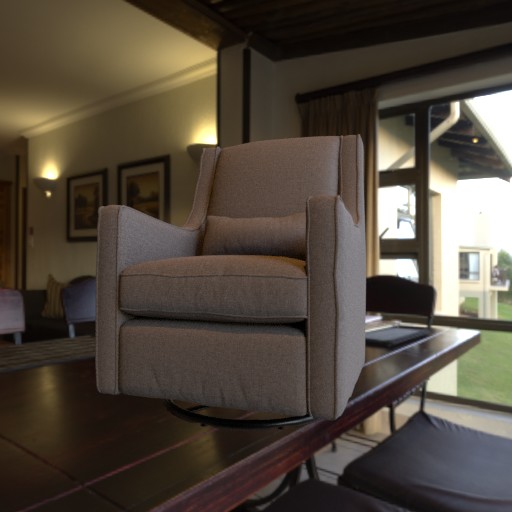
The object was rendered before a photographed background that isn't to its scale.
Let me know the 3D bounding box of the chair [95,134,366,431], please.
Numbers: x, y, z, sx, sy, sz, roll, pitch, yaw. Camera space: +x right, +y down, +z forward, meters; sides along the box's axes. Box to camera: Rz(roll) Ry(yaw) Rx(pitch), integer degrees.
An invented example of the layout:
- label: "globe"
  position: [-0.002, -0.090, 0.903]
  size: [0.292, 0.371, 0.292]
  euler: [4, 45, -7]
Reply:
- label: "chair"
  position: [0.000, 0.000, 1.588]
  size: [0.732, 0.993, 0.879]
  euler: [0, 0, 19]
